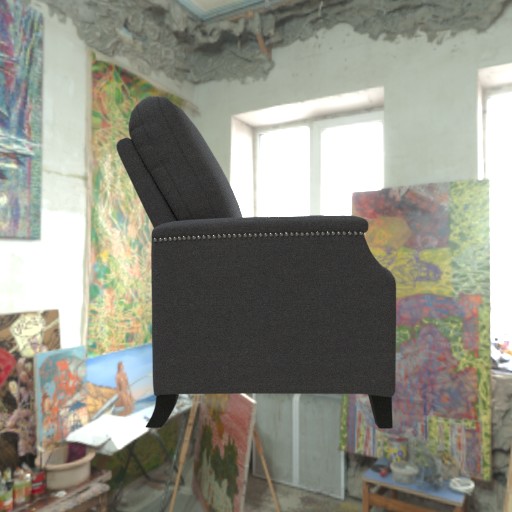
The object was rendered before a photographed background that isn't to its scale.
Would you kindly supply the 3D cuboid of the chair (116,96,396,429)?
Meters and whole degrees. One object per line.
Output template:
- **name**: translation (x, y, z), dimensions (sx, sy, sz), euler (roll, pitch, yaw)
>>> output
- **chair**: translation (0.000, 0.000, 1.687), dimensions (0.922, 1.049, 0.710), euler (0, 0, 0)
